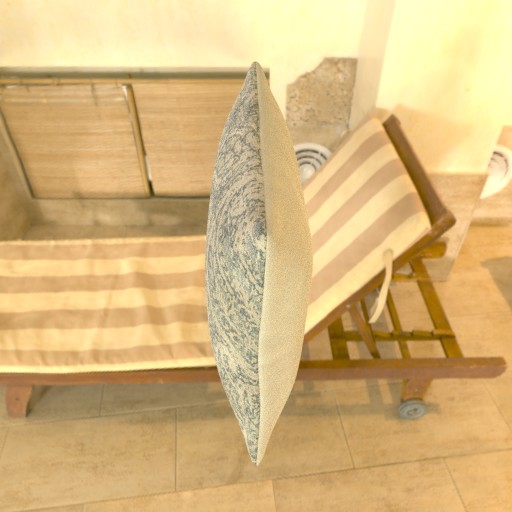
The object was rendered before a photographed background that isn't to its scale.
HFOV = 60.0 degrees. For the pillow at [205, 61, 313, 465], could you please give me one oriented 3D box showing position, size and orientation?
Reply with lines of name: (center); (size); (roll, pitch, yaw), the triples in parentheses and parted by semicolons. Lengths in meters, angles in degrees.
pillow: (0.000, 0.000, 0.789); (0.166, 0.510, 0.523); (-1, 41, -1)
